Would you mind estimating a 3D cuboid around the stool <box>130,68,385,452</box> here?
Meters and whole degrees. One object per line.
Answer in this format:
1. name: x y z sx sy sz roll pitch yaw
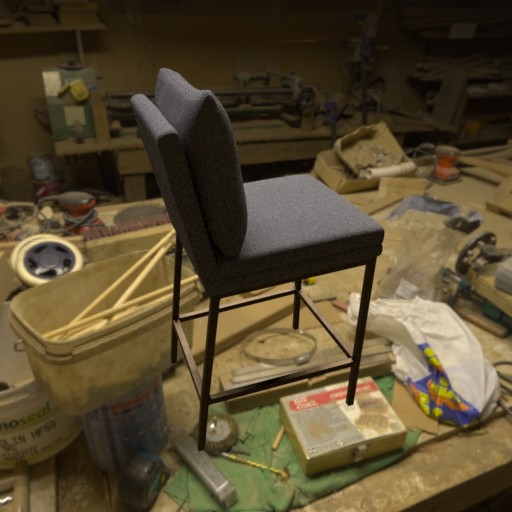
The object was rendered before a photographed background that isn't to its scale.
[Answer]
1. stool: 0.000 0.000 1.332 0.569 1.031 0.463 -11 32 -18
